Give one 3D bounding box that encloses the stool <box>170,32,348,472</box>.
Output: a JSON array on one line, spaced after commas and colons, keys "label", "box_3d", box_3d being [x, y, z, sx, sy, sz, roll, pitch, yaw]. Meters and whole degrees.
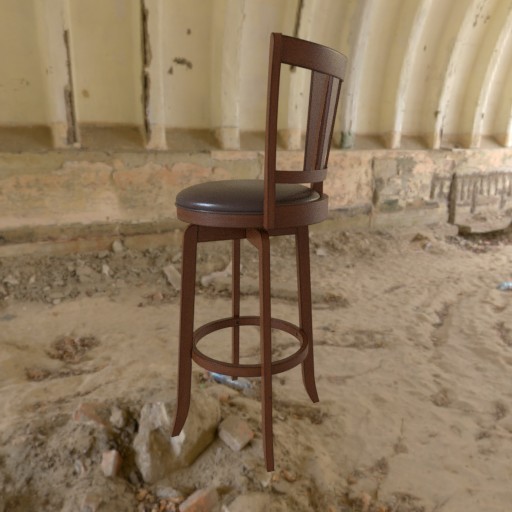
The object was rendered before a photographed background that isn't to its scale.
[{"label": "stool", "box_3d": [0.000, 0.000, 1.402, 0.503, 1.177, 0.464, 7, 16, 26]}]
